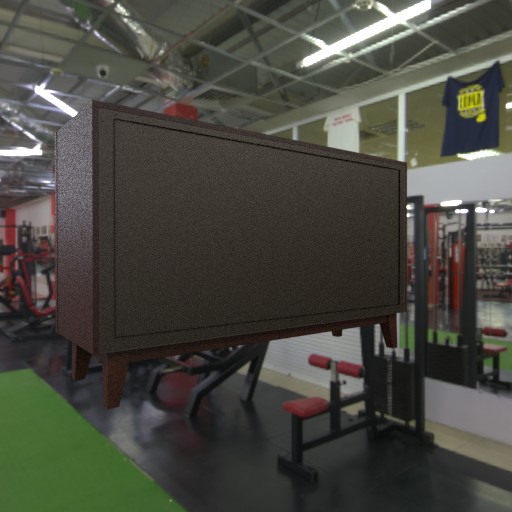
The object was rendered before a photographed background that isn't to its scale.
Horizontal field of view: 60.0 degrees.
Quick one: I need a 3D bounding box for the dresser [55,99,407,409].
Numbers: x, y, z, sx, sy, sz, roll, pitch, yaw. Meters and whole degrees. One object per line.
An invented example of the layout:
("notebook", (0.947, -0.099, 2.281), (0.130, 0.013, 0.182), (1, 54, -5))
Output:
("dresser", (0.000, 0.000, 2.034), (1.609, 0.971, 0.499), (0, 1, -37))
